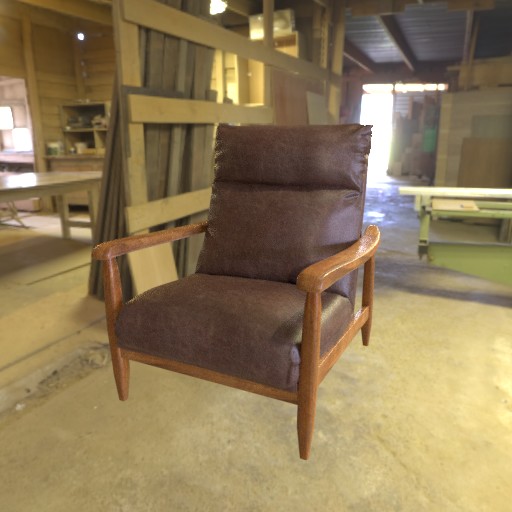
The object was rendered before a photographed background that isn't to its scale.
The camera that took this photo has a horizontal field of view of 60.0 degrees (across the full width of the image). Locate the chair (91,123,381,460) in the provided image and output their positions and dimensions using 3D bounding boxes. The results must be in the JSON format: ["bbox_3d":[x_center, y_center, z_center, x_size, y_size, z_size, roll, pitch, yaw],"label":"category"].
[{"bbox_3d":[0.000,0.000,1.545,0.782,0.897,0.830,7,16,25],"label":"chair"}]
